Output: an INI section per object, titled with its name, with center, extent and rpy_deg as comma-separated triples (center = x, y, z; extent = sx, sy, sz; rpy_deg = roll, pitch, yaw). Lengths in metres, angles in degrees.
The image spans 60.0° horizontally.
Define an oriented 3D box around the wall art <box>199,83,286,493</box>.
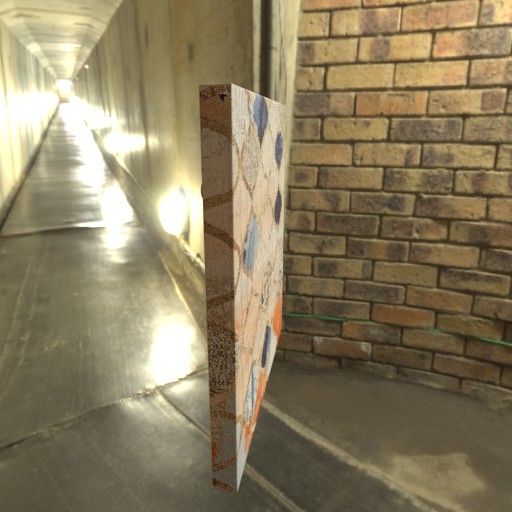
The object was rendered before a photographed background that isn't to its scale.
[wall art]
center = 0.000, 0.000, 0.756
extent = 0.038, 0.508, 0.507
rpy_deg = 3, 17, 9
